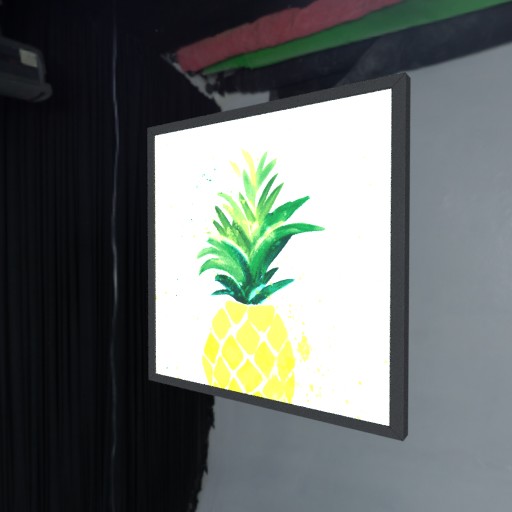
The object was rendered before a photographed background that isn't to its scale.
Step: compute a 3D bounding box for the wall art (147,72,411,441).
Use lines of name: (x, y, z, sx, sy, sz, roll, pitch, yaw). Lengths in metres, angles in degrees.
wall art: (0.000, 0.000, 1.140, 0.762, 0.760, 0.037, 1, 1, 34)
